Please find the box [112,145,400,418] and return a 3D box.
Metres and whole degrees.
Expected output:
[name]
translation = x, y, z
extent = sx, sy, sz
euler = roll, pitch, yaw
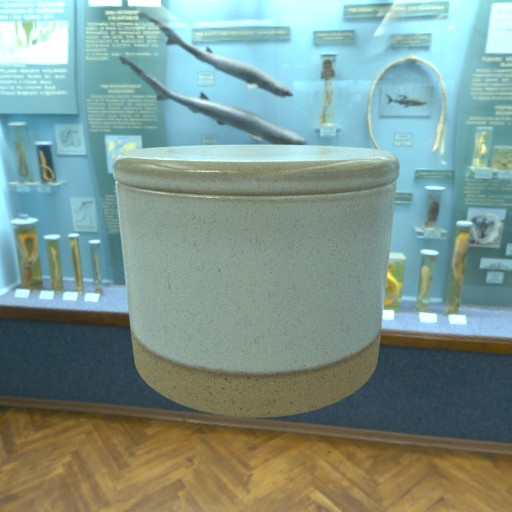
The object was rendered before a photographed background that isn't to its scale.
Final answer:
[box]
translation = 0.000, 0.000, 0.264
extent = 0.154, 0.123, 0.154
euler = 0, 17, 0
